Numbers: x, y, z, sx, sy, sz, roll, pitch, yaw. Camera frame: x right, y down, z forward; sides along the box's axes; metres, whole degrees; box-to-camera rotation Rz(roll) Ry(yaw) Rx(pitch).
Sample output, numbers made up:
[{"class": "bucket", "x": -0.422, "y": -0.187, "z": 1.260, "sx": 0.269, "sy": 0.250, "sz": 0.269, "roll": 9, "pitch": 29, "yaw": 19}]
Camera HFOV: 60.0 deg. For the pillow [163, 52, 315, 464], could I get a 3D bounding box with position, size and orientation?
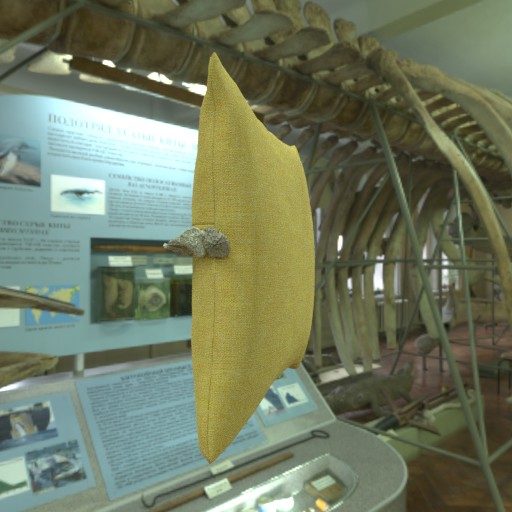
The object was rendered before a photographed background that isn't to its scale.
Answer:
[{"class": "pillow", "x": 0.000, "y": 0.000, "z": 0.742, "sx": 0.167, "sy": 0.481, "sz": 0.485, "roll": 0, "pitch": 0, "yaw": 17}]
